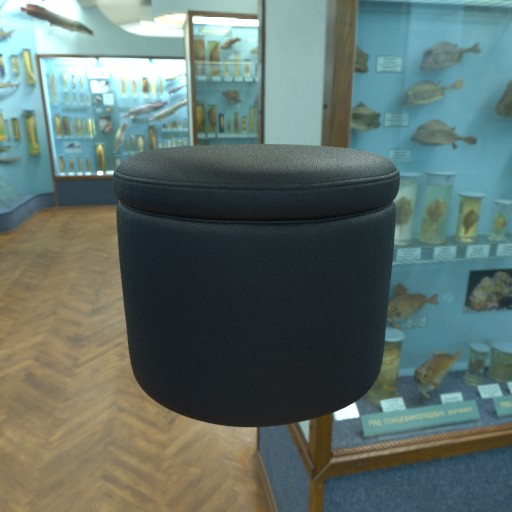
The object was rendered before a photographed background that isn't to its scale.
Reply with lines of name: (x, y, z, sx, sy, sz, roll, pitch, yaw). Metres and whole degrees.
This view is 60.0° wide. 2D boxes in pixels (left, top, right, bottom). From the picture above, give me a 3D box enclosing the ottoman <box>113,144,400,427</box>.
ottoman: (0.000, 0.000, 0.852, 0.501, 0.409, 0.501, 0, 17, 0)
